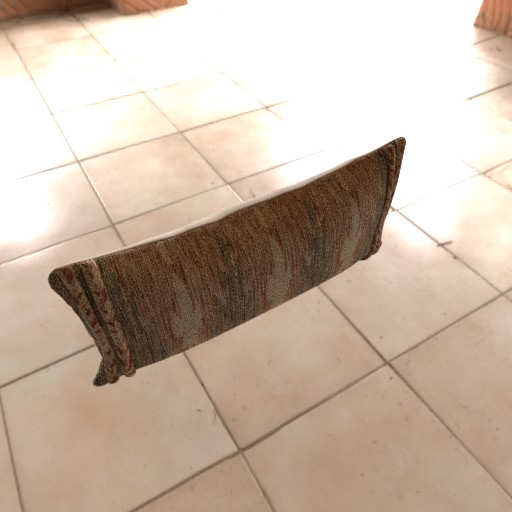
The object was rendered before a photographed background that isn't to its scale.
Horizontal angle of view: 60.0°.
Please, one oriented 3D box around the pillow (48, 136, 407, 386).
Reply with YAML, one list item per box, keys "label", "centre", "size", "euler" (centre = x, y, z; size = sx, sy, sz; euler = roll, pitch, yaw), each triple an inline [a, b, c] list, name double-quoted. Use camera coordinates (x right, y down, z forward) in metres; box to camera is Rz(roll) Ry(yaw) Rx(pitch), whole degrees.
- label: "pillow"
  centre: [0.000, 0.000, 0.756]
  size: [0.635, 0.282, 0.139]
  euler: [-24, 51, -21]
